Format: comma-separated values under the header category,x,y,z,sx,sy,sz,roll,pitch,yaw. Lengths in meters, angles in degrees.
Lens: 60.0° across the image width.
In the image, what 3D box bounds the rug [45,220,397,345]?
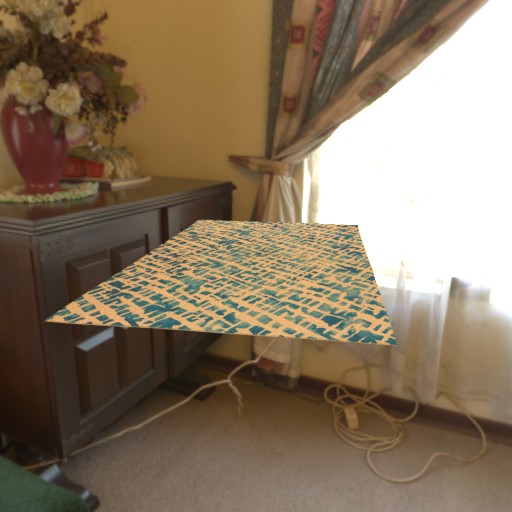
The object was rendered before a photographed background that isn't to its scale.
category,x,y,z,sx,sy,sz,roll,pitch,yaw
rug,0.000,0.000,3.030,1.520,0.011,2.447,2,16,9
